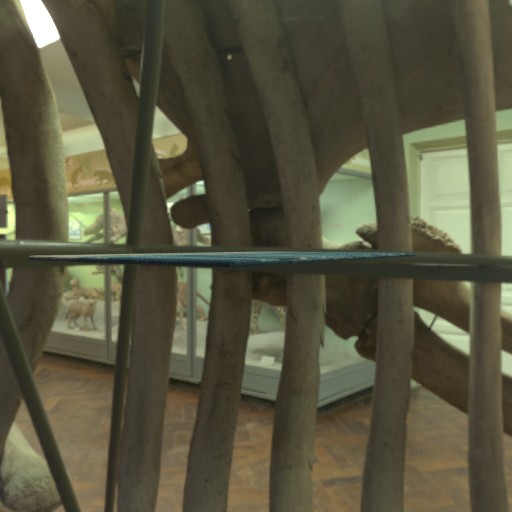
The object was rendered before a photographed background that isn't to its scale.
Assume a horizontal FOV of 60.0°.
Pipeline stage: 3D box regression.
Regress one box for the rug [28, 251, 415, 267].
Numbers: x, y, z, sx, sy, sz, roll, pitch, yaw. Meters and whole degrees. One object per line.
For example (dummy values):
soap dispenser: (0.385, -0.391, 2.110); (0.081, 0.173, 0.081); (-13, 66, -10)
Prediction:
rug: (0.000, 0.000, 3.105); (1.540, 0.027, 2.450); (1, 2, 35)
